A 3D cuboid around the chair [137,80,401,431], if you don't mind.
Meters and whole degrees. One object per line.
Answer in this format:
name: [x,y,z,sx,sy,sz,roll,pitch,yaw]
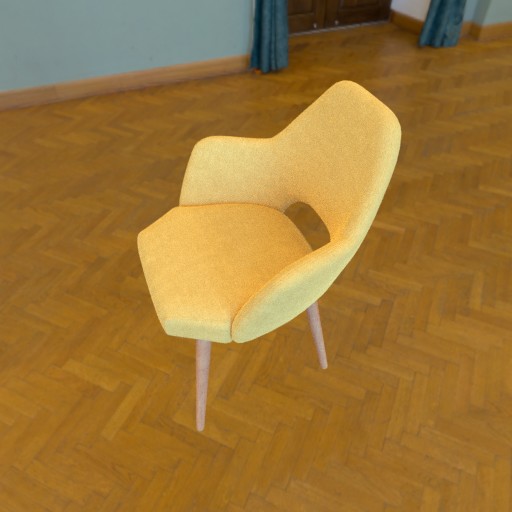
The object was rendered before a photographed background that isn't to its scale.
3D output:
chair: [0.000,0.000,1.244,0.610,0.840,0.590,-16,48,-15]
